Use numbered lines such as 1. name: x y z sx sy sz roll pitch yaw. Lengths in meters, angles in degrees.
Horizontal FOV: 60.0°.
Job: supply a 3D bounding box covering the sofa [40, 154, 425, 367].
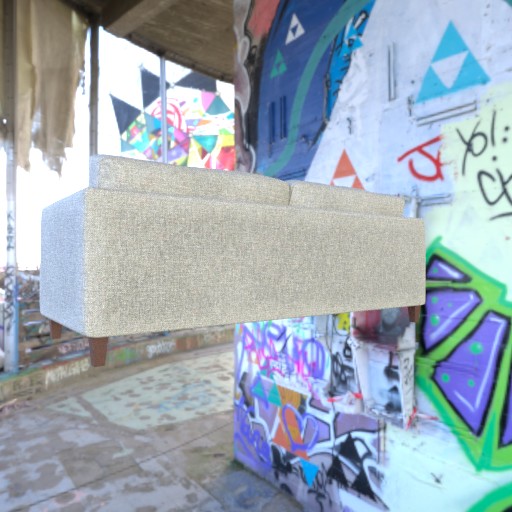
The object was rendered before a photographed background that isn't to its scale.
1. sofa: 0.000 0.000 2.890 2.434 0.951 0.948 0 -1 -36
